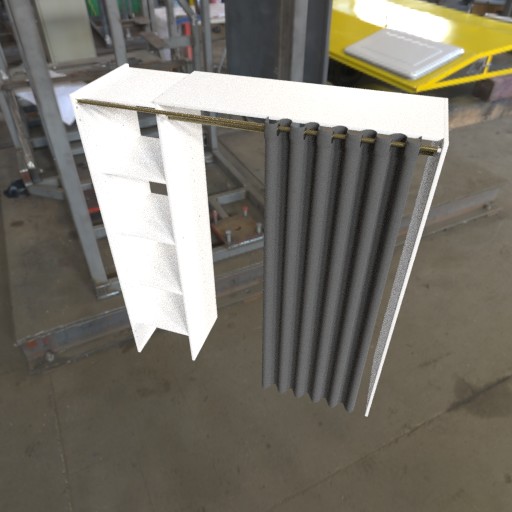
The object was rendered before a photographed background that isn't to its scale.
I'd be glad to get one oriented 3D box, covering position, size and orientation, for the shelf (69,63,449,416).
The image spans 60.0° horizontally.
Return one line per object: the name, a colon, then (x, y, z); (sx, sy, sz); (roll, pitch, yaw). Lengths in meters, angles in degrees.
shelf: (0.000, 0.000, 2.519); (1.600, 1.810, 0.500); (12, 41, 14)
